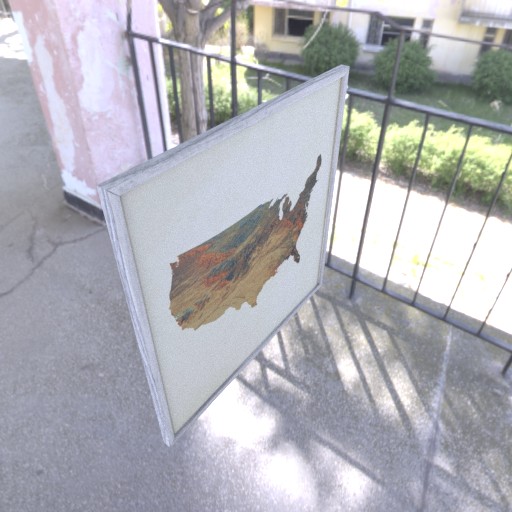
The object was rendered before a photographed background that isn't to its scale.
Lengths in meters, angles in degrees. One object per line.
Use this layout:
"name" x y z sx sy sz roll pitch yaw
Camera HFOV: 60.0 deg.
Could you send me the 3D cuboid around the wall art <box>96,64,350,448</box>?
"wall art" 0.000 0.000 0.756 0.016 0.507 0.508 26 46 28
